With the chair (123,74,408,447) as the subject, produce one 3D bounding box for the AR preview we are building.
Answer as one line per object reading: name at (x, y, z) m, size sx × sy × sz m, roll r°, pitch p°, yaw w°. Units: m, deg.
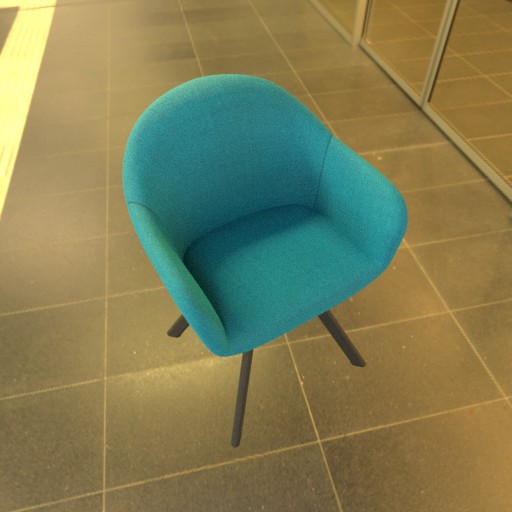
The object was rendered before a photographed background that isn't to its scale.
chair at (0.000, 0.000, 1.197) m, size 0.590 × 0.795 × 0.550 m, roll -24°, pitch 51°, yaw -22°
